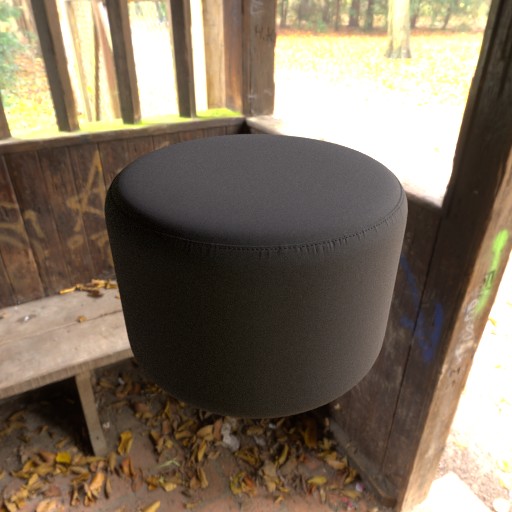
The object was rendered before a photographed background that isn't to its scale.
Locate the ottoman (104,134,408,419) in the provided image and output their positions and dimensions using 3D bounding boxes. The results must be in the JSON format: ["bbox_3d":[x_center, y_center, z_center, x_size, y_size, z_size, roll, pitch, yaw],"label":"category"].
[{"bbox_3d":[0.000,0.000,1.000,0.608,0.433,0.608,0,31,0],"label":"ottoman"}]
